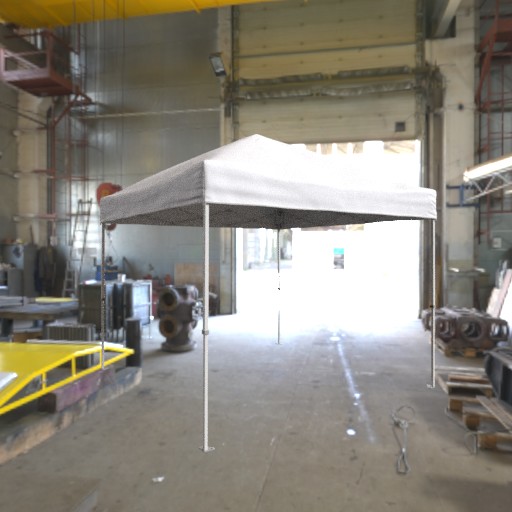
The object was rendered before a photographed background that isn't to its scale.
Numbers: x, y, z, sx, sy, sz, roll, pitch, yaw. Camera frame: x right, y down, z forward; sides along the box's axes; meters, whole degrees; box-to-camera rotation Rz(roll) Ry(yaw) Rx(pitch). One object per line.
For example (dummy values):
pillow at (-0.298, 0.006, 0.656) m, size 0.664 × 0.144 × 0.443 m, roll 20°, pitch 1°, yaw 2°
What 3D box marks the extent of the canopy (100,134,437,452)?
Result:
canopy at (0.000, 0.000, 5.462) m, size 2.996 × 2.997 × 2.998 m, roll 0°, pitch 1°, yaw -34°
